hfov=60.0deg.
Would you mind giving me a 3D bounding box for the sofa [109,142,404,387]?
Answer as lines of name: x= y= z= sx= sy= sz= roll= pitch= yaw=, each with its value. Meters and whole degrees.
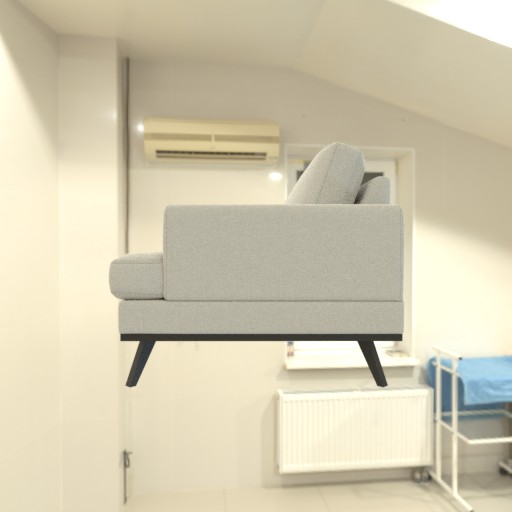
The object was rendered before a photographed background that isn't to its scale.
sofa: x=0.000 y=0.000 z=2.173 sx=0.920 sy=0.810 sz=1.650 roll=0 pitch=1 yaw=0
